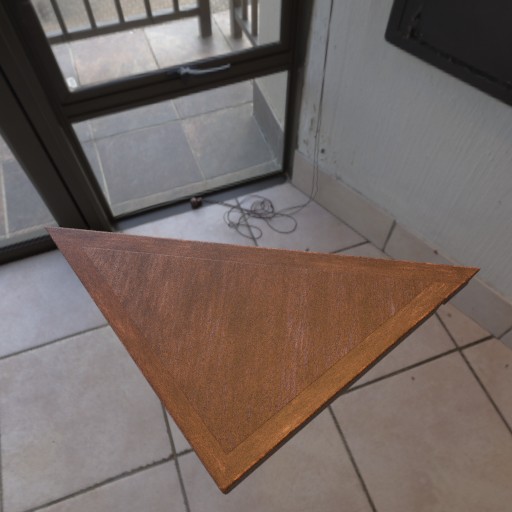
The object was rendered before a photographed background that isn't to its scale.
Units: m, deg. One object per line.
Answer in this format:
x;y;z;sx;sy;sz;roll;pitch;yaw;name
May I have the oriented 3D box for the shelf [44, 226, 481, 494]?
0.000;0.000;0.436;0.296;0.035;0.296;-34;64;-19;shelf
